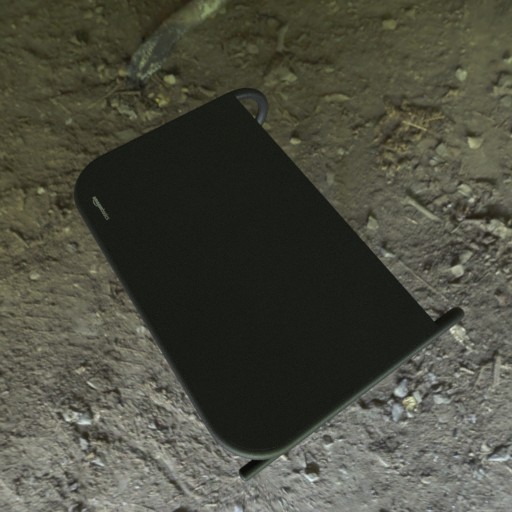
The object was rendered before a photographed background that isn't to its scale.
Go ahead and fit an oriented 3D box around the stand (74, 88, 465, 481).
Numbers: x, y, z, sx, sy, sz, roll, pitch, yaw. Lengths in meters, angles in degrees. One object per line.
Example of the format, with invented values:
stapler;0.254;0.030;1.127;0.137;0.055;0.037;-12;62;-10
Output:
stand;0.000;0.000;0.503;0.280;0.108;0.370;-32;68;-14
